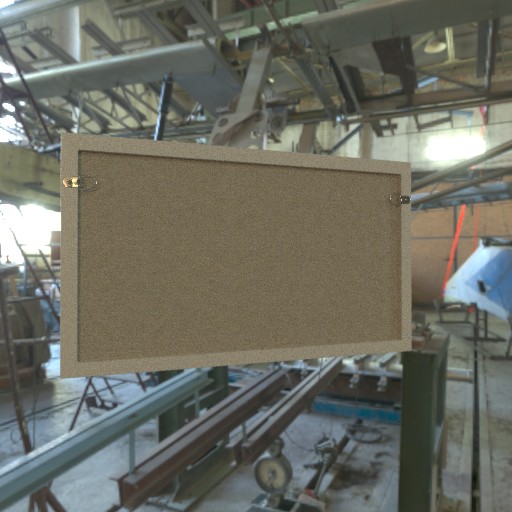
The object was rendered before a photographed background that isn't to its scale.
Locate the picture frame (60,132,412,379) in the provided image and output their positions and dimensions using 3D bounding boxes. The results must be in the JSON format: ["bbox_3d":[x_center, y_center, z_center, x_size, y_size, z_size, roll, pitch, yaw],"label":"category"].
[{"bbox_3d":[0.000,0.000,0.803,0.647,0.379,0.044,0,-1,-19],"label":"picture frame"}]
